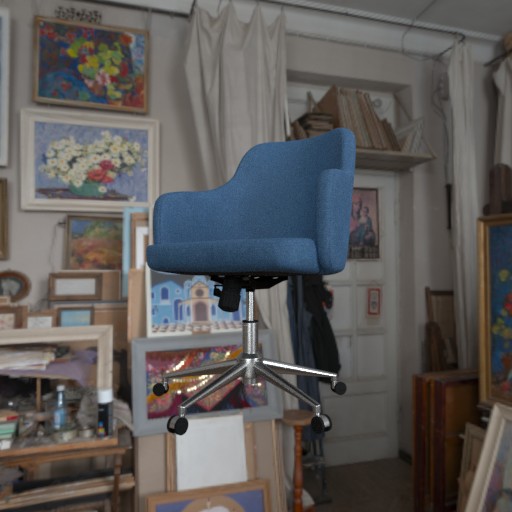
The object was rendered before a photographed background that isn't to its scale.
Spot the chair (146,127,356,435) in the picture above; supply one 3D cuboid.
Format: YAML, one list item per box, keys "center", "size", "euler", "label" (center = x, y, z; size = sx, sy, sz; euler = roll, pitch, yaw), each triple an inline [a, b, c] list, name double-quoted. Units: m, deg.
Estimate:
- center: [0.000, 0.000, 1.268]
  size: [0.599, 0.820, 0.655]
  euler: [-1, -2, 36]
  label: "chair"
